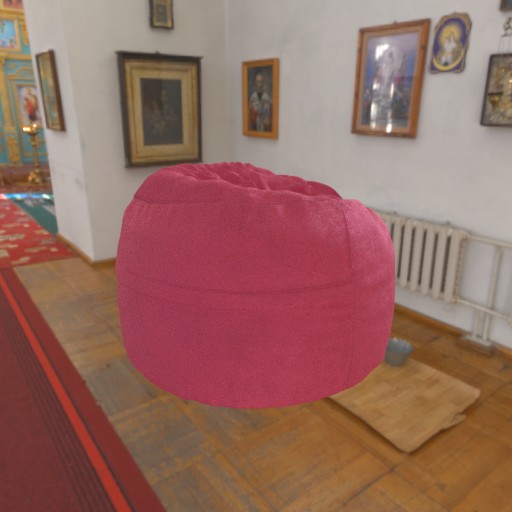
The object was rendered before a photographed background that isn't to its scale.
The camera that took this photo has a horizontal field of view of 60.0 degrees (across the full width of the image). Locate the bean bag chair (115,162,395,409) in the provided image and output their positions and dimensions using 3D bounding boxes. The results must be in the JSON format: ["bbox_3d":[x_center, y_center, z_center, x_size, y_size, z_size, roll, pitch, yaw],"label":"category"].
[{"bbox_3d":[0.000,0.000,1.990,1.218,0.788,1.218,0,17,0],"label":"bean bag chair"}]
